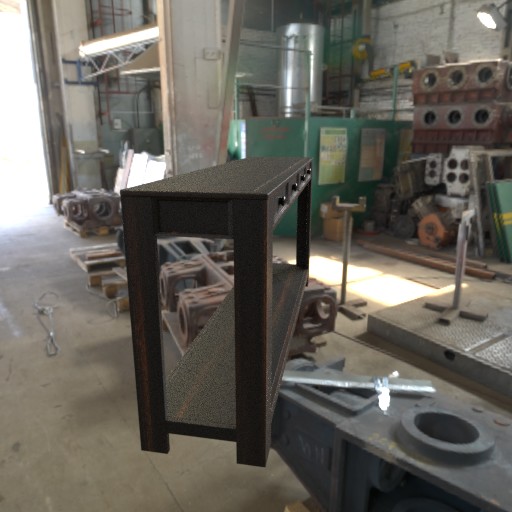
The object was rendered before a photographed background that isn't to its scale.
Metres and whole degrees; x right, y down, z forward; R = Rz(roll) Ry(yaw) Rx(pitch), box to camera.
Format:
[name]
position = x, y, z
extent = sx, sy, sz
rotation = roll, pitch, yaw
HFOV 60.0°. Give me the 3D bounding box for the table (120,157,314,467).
[table]
position = 0.000, 0.000, 1.934
extent = 0.384, 0.762, 1.631
rotation = 3, 16, 10
